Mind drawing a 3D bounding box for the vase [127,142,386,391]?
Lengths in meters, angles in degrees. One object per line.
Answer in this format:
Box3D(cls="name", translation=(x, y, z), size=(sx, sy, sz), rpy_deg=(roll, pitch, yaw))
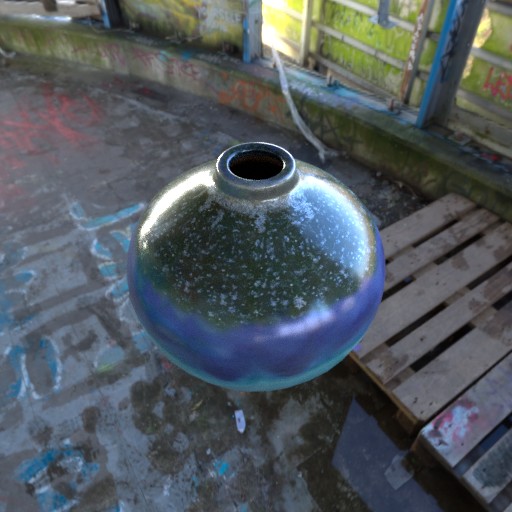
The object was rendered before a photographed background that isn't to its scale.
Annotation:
Box3D(cls="vase", translation=(0.000, 0.000, 0.268), size=(0.154, 0.133, 0.154), rpy_deg=(0, 46, 0))
